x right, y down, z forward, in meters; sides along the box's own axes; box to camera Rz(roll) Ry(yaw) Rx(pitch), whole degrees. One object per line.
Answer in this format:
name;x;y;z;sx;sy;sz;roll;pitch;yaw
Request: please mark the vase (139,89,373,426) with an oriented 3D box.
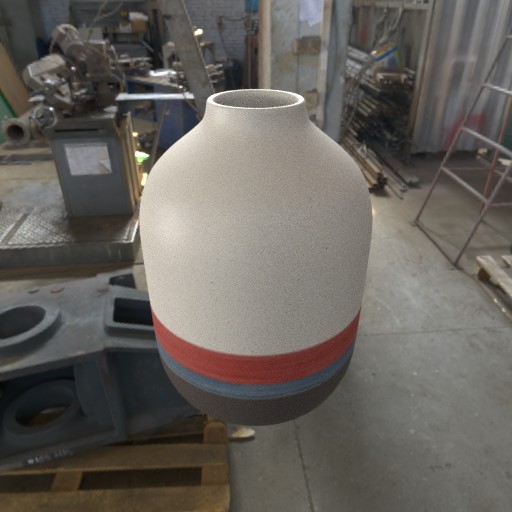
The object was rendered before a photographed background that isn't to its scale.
vase;0.000;0.000;0.346;0.169;0.237;0.169;0;31;0
